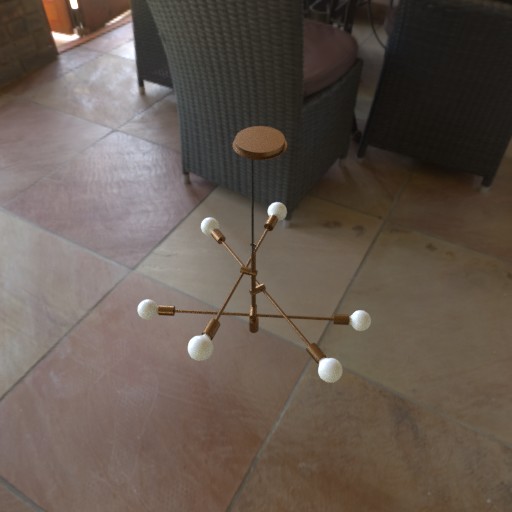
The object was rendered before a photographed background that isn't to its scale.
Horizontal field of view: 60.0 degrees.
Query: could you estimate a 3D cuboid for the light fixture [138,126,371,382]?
[{"bbox_3d":[0.000,0.000,1.251,0.682,0.744,0.637,24,51,22],"label":"light fixture"}]
